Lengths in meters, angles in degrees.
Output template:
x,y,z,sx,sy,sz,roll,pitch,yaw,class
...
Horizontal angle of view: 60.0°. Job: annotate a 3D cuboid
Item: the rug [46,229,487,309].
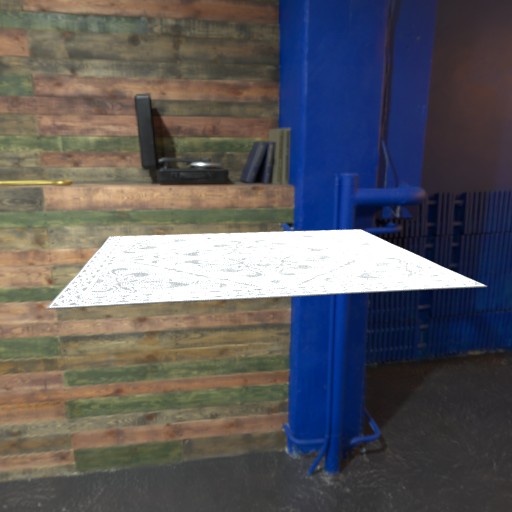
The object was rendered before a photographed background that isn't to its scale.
x,y,z,sx,sy,sz,roll,pitch,yaw,class
0.000,0.000,4.153,3.048,0.012,2.438,-2,13,-8,rug
